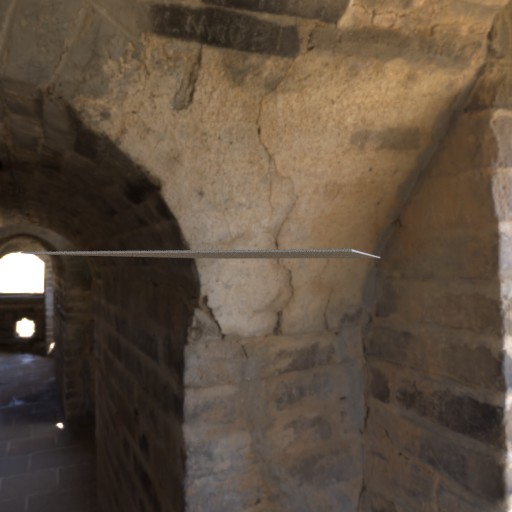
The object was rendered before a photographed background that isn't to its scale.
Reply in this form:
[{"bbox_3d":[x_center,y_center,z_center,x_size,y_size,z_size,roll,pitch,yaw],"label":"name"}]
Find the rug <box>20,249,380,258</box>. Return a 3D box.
[{"bbox_3d":[0.000,0.000,2.982,1.515,0.010,2.430,0,-1,18],"label":"rug"}]
